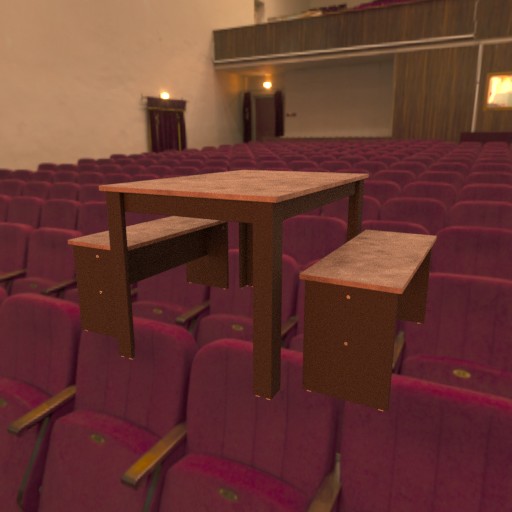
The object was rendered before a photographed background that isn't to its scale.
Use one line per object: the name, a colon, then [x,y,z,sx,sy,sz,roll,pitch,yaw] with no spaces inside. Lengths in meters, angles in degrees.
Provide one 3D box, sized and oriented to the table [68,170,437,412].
table: [0.000,0.000,2.037,1.443,0.700,1.100,8,16,27]
